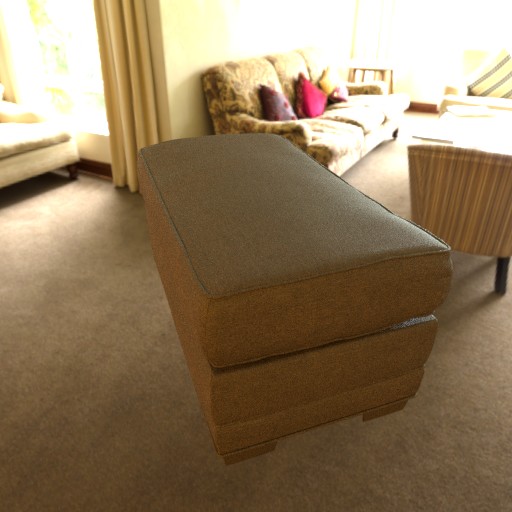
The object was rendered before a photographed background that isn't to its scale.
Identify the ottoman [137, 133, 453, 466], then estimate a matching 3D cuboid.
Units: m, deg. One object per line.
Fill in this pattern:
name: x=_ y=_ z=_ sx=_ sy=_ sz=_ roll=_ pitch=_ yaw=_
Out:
ottoman: x=0.000 y=0.000 z=1.152 sx=0.490 sy=0.448 sz=0.864 roll=-10 pitch=32 yaw=-17
